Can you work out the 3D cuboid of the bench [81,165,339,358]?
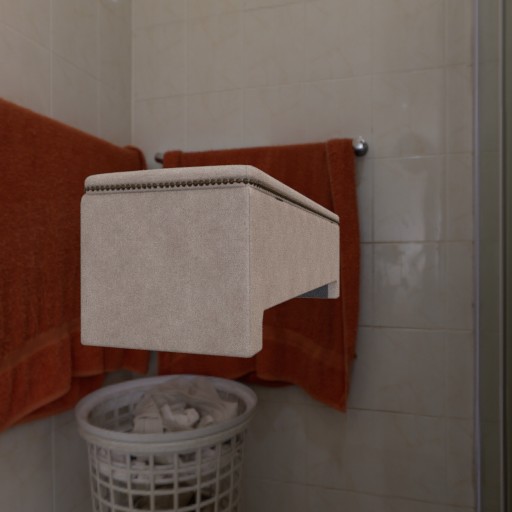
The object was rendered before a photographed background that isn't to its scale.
[{"bbox_3d":[0.000,0.000,1.746,0.470,0.447,1.482,0,0,18],"label":"bench"}]
